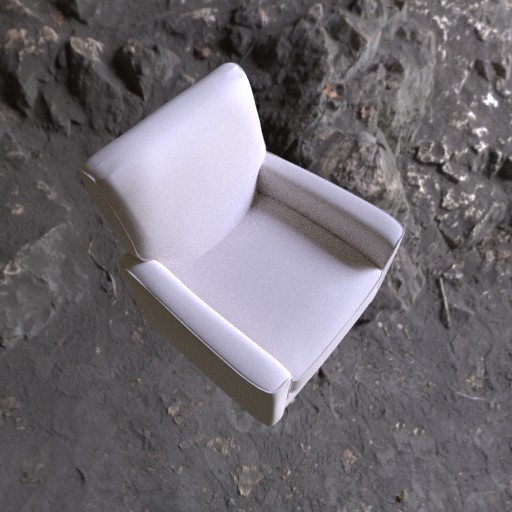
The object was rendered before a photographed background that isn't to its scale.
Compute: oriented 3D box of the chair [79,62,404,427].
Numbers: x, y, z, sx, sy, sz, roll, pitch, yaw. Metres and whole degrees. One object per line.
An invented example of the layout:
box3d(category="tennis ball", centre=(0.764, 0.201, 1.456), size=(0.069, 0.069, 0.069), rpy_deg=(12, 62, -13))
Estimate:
box3d(category="chair", centre=(0.000, 0.000, 1.706), size=(0.858, 1.028, 0.841), rpy_deg=(36, 65, 20))
